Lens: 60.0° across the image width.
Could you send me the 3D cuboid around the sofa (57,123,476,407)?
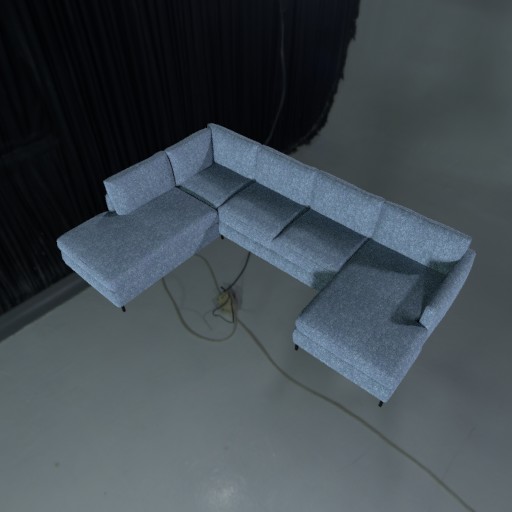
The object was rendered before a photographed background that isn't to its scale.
[{"bbox_3d":[0.000,0.000,3.488,2.737,0.756,1.879,31,52,27],"label":"sofa"}]
